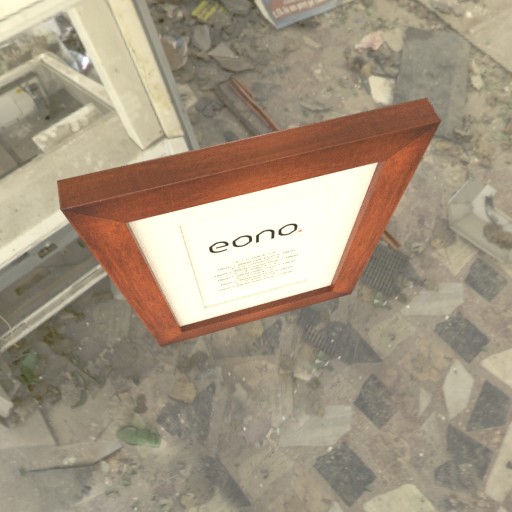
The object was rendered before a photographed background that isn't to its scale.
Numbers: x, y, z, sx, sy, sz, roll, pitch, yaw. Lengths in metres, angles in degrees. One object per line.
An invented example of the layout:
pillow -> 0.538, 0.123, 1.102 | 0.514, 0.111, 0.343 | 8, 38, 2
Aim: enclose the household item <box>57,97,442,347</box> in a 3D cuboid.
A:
household item -> 0.000, 0.000, 0.339 | 0.200, 0.250, 0.020 | -15, 64, -7
